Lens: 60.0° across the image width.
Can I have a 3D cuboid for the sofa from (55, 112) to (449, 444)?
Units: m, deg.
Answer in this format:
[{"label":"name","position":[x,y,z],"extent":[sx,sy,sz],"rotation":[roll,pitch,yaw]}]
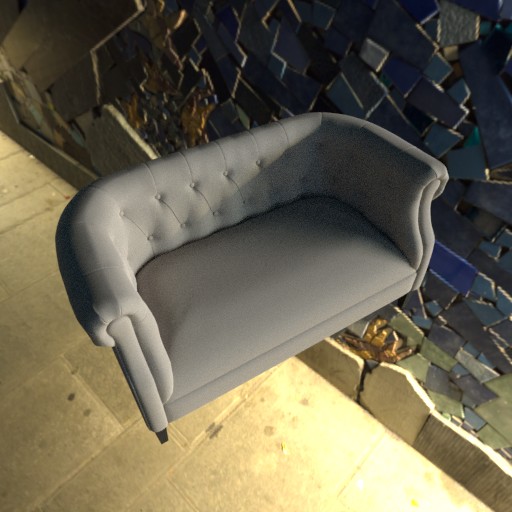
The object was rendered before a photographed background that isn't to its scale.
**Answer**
[{"label":"sofa","position":[0.000,0.000,2.006],"extent":[1.558,0.827,0.835],"rotation":[-24,50,-21]}]
